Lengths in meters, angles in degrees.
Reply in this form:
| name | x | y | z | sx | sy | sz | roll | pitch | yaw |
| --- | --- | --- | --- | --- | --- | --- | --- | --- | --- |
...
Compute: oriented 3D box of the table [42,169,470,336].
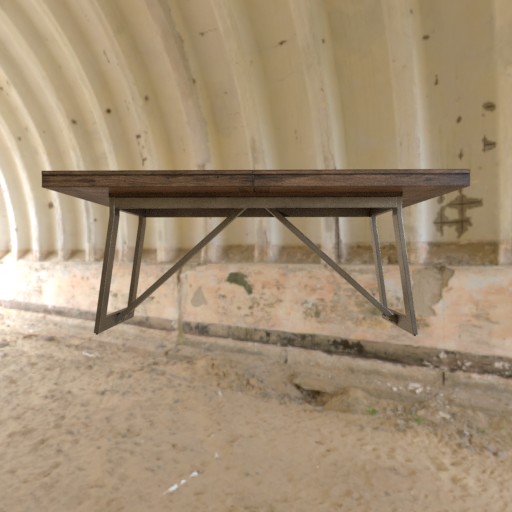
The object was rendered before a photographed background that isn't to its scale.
| name | x | y | z | sx | sy | sz | roll | pitch | yaw |
| --- | --- | --- | --- | --- | --- | --- | --- | --- | --- |
| table | 0.000 | 0.000 | 2.398 | 1.867 | 0.757 | 0.931 | 0 | 0 | 1 |
